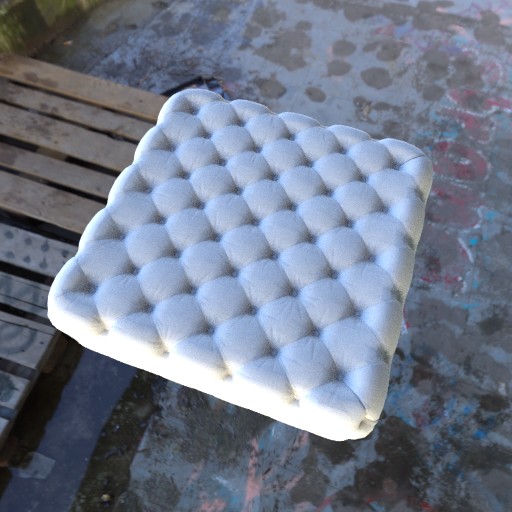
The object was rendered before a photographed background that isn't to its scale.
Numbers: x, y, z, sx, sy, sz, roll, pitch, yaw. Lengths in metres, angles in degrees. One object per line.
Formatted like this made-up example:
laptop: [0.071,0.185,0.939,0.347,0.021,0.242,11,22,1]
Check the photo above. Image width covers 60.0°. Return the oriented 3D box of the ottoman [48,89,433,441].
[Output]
ottoman: [0.000,0.000,1.193,0.755,0.376,0.753,18,64,9]
